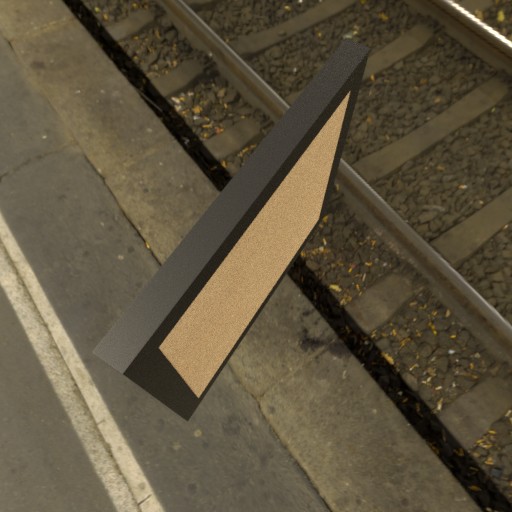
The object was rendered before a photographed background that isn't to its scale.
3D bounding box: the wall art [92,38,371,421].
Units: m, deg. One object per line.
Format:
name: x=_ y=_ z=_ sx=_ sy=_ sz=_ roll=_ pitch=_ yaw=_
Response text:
wall art: x=0.000 y=0.000 z=0.520 sx=0.028 sy=0.321 sz=0.381 roll=30 pitch=68 yaw=14
